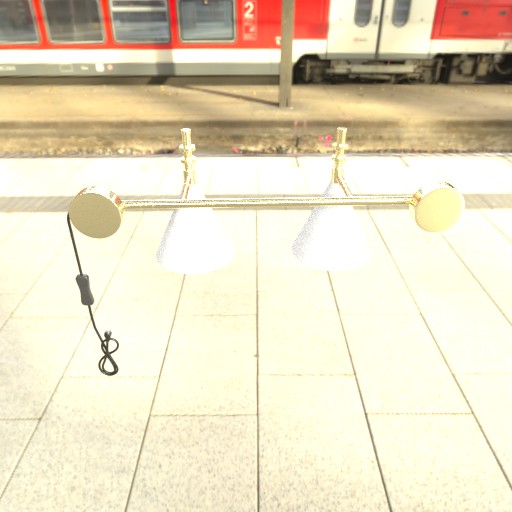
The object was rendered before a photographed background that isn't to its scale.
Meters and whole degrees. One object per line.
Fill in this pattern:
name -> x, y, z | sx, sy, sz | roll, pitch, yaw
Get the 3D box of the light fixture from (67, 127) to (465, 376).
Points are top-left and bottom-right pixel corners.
light fixture -> 0.000, 0.000, 0.859 | 0.642, 0.468, 0.239 | -1, 31, -2
